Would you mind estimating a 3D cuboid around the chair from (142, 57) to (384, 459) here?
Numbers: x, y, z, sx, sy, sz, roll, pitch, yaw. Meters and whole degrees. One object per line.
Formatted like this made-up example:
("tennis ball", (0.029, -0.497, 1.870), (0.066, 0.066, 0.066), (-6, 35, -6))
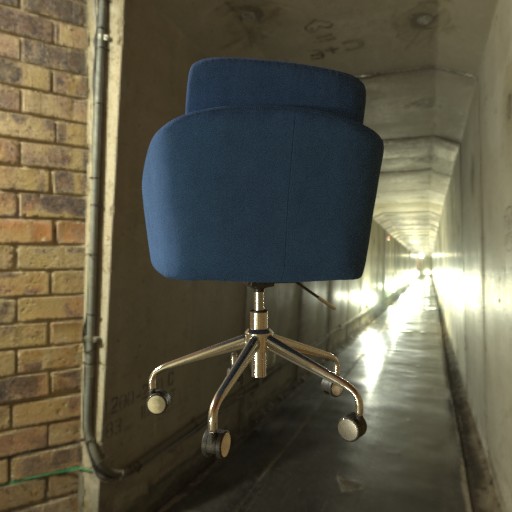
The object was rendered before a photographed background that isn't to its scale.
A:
("chair", (0.000, 0.000, 1.306), (0.641, 0.908, 0.635), (0, 0, -16))
